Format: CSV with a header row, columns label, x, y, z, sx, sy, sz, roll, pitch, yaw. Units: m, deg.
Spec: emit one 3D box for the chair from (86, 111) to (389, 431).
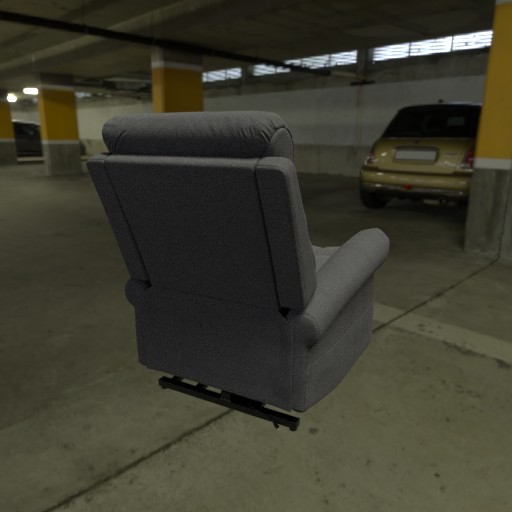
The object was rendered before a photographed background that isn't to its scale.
label,x,y,z,sx,sy,sz,roll,pitch,yaw
chair,0.000,0.000,1.717,0.871,1.031,0.979,8,17,27
